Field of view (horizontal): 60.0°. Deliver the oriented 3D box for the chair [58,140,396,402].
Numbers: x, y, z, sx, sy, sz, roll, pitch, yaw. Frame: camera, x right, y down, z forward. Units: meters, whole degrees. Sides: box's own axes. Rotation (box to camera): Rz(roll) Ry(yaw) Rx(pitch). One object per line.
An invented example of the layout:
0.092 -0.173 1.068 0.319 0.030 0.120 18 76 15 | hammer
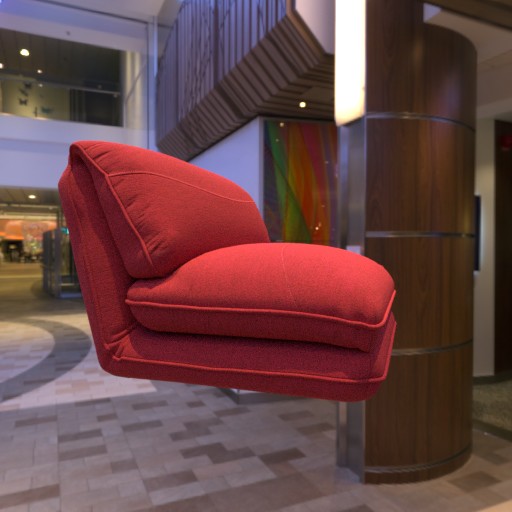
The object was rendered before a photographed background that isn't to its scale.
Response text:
0.000 0.000 1.316 0.780 0.580 0.820 0 1 19 | chair
